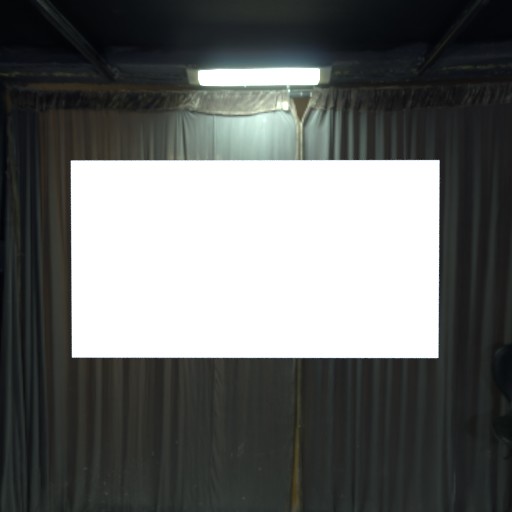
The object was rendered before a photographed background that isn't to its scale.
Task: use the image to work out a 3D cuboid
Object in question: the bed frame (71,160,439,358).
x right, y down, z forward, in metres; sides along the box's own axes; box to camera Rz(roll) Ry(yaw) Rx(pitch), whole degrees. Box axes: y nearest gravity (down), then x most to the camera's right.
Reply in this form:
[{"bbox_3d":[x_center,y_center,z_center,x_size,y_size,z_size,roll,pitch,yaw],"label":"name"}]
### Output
[{"bbox_3d":[0.000,0.000,2.773,1.490,0.800,1.950,0,1,0],"label":"bed frame"}]
